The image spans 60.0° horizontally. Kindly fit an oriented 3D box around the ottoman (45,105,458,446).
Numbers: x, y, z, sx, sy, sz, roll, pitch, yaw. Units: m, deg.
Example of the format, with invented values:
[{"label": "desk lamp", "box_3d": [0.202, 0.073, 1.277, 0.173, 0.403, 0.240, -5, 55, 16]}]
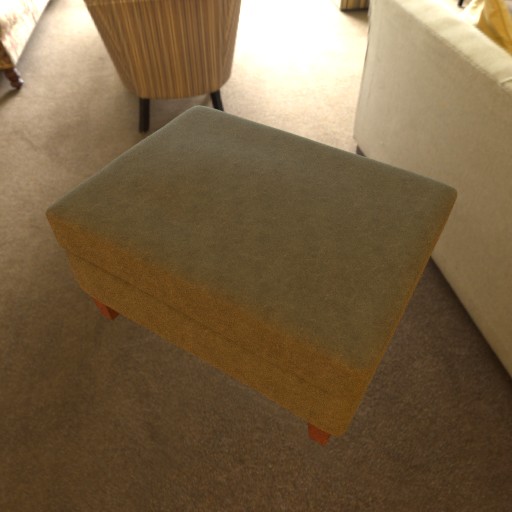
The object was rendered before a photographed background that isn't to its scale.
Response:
[{"label": "ottoman", "box_3d": [0.000, 0.000, 1.238, 0.839, 0.464, 0.639, 24, 51, 21]}]
